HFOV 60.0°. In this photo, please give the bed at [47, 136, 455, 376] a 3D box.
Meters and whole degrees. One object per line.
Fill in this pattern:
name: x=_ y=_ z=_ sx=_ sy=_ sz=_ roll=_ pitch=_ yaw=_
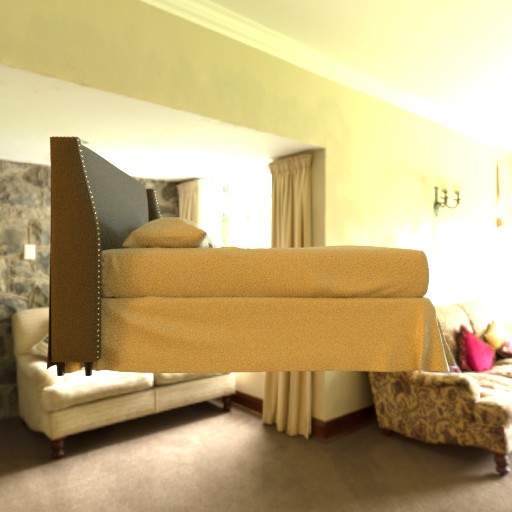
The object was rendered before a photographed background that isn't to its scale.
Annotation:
bed: x=0.000 y=0.000 z=3.344 sx=2.276 sy=1.332 sz=1.925 roll=0 pitch=0 yaw=0
